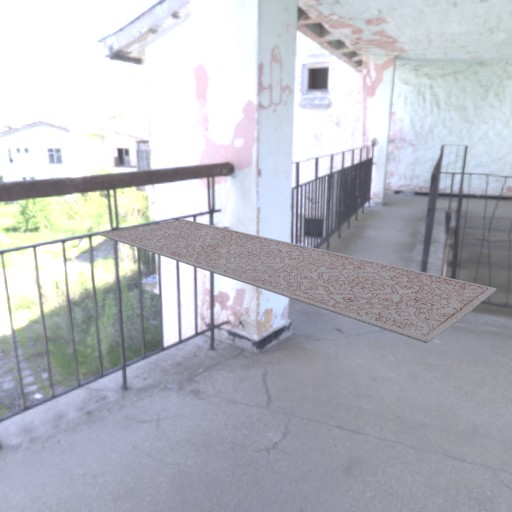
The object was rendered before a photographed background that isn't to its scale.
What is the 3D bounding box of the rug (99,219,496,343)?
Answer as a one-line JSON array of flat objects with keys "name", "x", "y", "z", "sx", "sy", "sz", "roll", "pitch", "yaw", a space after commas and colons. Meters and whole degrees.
[{"name": "rug", "x": 0.000, "y": 0.000, "z": 2.650, "sx": 2.448, "sy": 0.012, "sz": 0.769, "roll": 15, "pitch": 22, "yaw": 42}]
